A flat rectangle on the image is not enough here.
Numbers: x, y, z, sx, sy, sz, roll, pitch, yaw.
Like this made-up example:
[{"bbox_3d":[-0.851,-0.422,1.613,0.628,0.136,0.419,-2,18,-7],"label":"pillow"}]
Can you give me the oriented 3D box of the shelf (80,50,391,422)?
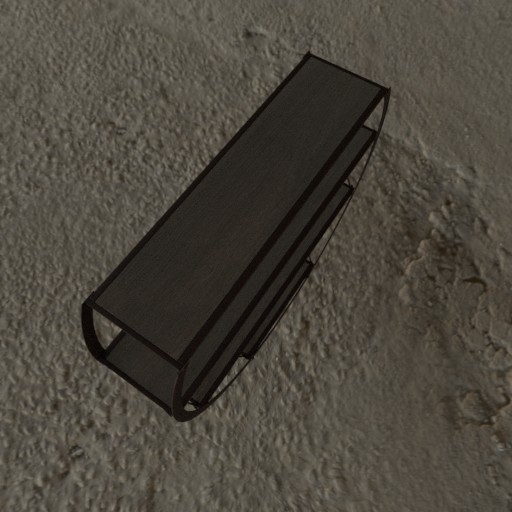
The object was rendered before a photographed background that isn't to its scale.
[{"bbox_3d":[0.000,0.000,1.873,0.344,1.063,1.403,31,68,14],"label":"shelf"}]
